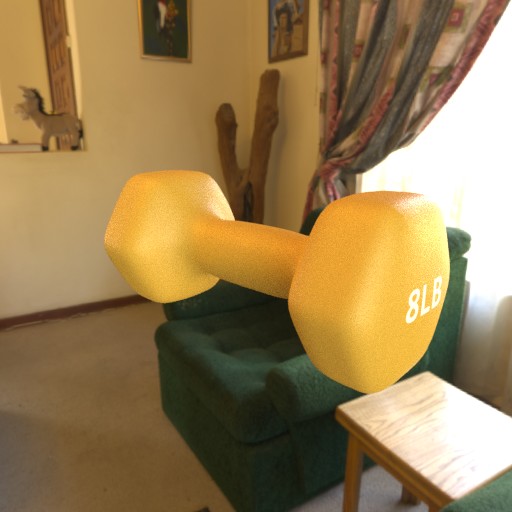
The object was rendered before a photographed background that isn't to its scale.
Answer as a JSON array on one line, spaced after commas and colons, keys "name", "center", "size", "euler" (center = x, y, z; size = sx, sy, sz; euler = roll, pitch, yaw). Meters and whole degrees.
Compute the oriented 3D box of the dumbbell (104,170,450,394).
[{"name": "dumbbell", "center": [0.000, 0.000, 0.241], "size": [0.190, 0.082, 0.090], "euler": [15, 22, 42]}]
